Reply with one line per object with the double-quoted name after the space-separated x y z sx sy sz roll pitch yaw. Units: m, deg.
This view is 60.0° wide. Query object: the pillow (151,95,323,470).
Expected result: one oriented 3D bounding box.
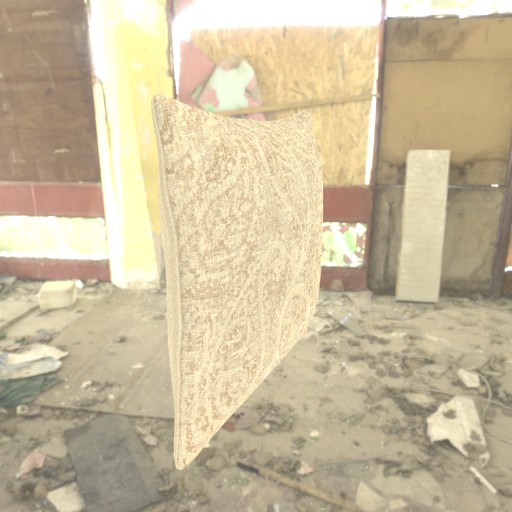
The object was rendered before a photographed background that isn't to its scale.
0.000 0.000 0.787 0.166 0.510 0.523 8 18 25 "pillow"
